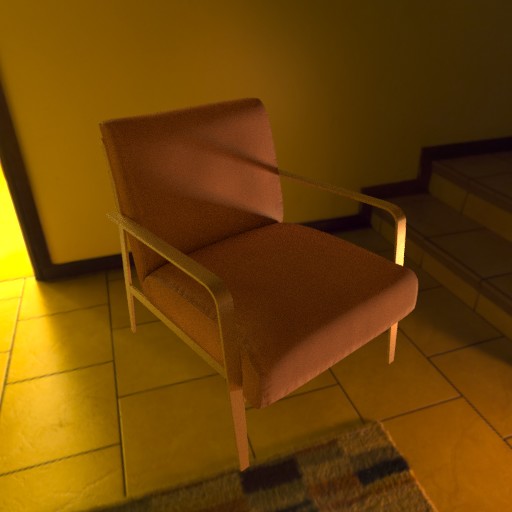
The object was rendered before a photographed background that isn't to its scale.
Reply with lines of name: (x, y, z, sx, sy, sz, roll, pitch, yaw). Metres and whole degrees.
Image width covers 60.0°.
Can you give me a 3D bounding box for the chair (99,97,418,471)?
chair: (0.000, 0.000, 1.455, 0.701, 0.823, 0.848, -22, 38, -32)
